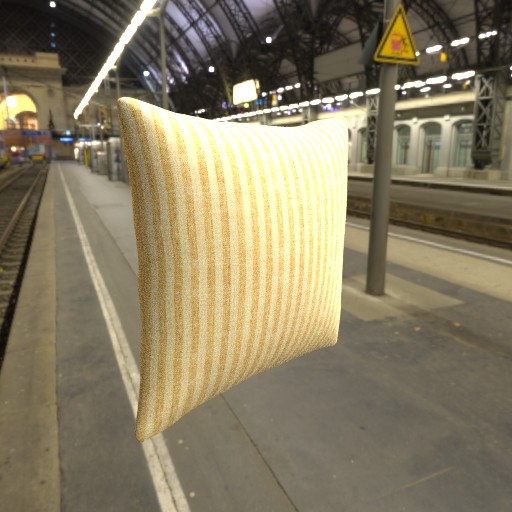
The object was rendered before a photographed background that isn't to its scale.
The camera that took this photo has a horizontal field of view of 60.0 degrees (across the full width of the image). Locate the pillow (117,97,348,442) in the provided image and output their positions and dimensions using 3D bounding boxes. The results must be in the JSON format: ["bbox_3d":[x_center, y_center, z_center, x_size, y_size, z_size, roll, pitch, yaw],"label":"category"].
[{"bbox_3d":[0.000,0.000,0.644,0.173,0.407,0.419,13,18,43],"label":"pillow"}]
